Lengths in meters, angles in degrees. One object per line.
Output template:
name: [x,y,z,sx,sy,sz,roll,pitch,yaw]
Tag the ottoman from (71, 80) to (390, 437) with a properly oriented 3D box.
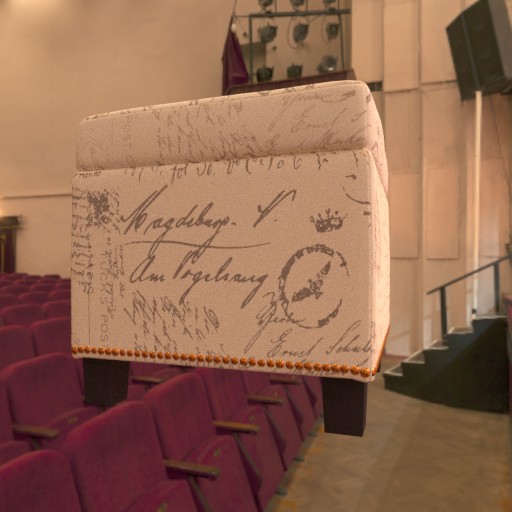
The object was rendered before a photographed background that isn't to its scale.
ottoman: [0.000,0.000,0.800,0.450,0.457,0.449,0,-1,19]
